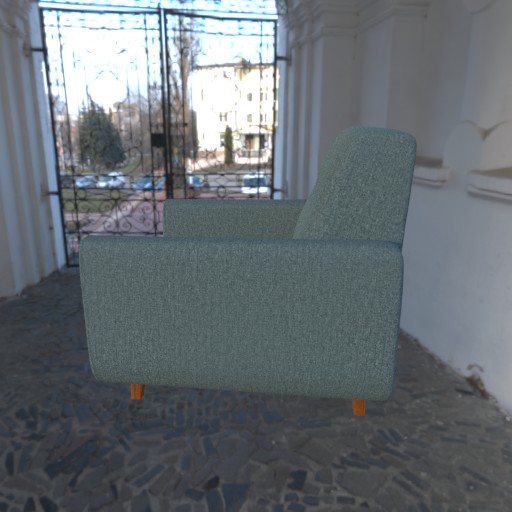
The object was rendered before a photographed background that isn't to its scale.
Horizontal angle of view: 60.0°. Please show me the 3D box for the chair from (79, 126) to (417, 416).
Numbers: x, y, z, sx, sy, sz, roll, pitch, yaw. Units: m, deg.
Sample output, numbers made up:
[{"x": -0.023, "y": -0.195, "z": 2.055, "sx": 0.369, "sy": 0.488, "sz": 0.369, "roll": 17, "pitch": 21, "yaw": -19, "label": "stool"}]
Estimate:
[{"x": 0.000, "y": 0.000, "z": 1.671, "sx": 0.964, "sy": 0.940, "sz": 0.880, "roll": 2, "pitch": 16, "yaw": 7, "label": "chair"}]
